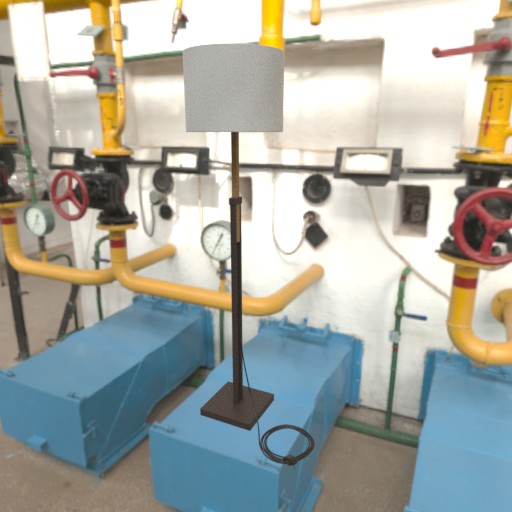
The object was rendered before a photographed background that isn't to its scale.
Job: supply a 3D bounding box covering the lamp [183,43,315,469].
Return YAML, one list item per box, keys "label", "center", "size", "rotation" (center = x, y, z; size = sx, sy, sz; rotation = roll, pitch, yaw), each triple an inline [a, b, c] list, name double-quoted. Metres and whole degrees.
- label: "lamp"
  center: [0.000, 0.000, 1.927]
  size: [0.639, 1.650, 0.474]
  rotation: [8, 18, 25]
